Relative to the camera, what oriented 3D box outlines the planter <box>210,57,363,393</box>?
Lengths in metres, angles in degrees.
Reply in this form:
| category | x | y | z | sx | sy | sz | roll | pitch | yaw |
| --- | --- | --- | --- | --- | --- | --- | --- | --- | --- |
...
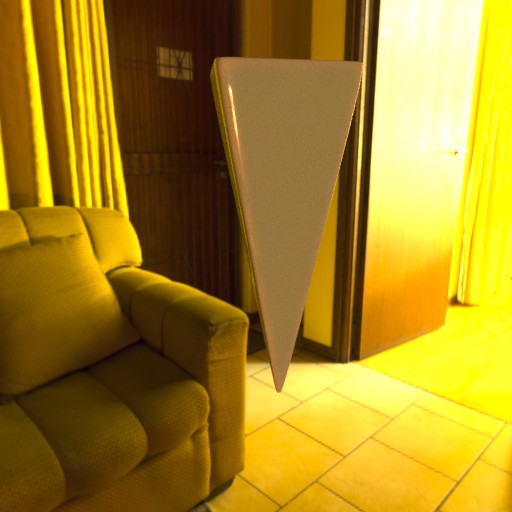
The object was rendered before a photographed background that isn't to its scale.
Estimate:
| category | x | y | z | sx | sy | sz | roll | pitch | yaw |
| --- | --- | --- | --- | --- | --- | --- | --- | --- | --- |
| planter | 0.000 | 0.000 | 0.214 | 0.080 | 0.178 | 0.064 | 6 | 15 | 25 |
